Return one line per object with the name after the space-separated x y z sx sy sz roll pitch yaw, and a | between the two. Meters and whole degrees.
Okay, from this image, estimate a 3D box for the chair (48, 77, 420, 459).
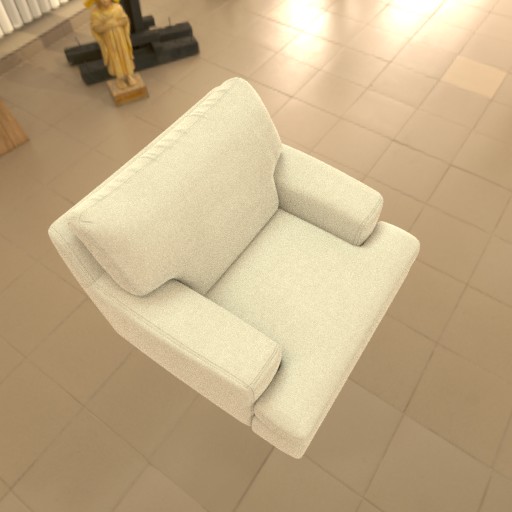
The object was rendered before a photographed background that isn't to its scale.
0.000 0.000 1.935 1.158 0.930 1.140 30 61 18 | chair
